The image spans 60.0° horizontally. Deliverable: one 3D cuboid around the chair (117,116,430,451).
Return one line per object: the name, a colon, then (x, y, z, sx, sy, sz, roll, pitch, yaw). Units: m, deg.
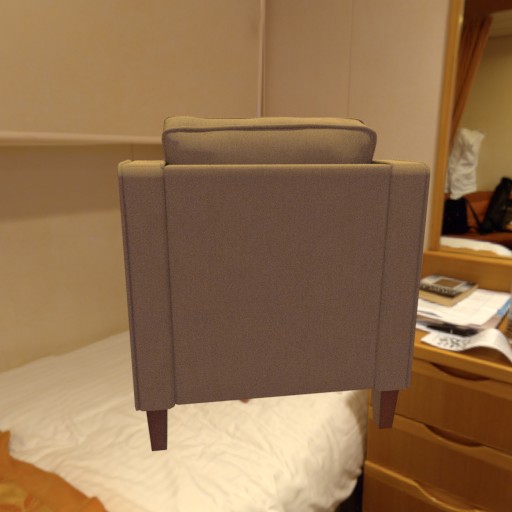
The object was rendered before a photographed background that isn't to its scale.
chair: (0.000, 0.000, 1.653, 0.831, 0.960, 0.909, -2, 13, -9)
